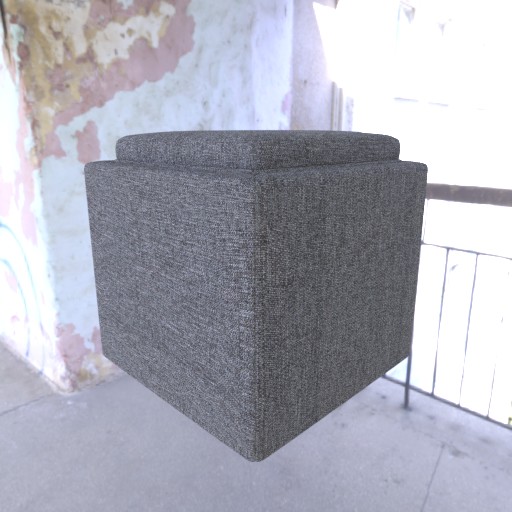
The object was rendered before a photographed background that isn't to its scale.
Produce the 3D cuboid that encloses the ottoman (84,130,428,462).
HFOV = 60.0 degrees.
[{"bbox_3d":[0.000,0.000,0.843,0.450,0.460,0.450,-15,21,-43],"label":"ottoman"}]
